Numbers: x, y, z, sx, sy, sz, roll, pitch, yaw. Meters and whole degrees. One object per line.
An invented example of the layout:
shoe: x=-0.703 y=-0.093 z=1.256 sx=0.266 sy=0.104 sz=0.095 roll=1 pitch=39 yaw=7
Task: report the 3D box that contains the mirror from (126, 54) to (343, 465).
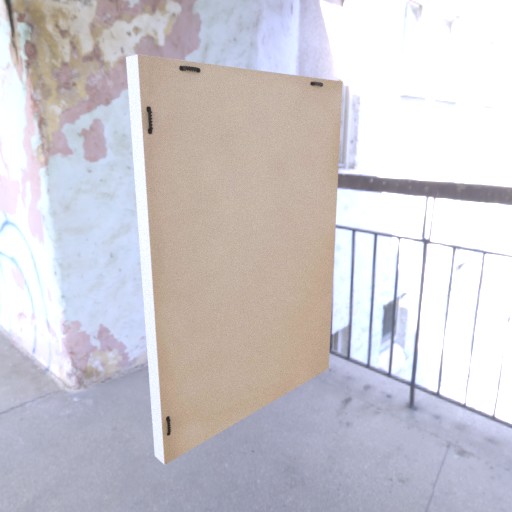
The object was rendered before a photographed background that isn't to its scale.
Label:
mirror: x=0.000 y=0.000 z=0.917 sx=0.507 sy=0.710 sz=0.039 roll=-15 pitch=21 yaw=-42
